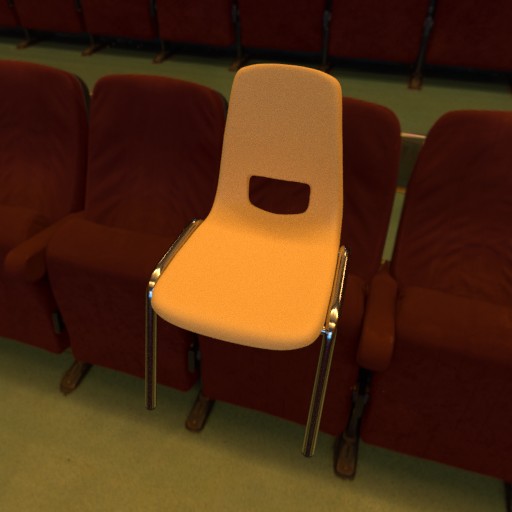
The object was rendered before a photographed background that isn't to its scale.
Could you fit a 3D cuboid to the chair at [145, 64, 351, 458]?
[{"bbox_3d":[0.000,0.000,0.841,0.354,0.586,0.423,11,42,13],"label":"chair"}]
